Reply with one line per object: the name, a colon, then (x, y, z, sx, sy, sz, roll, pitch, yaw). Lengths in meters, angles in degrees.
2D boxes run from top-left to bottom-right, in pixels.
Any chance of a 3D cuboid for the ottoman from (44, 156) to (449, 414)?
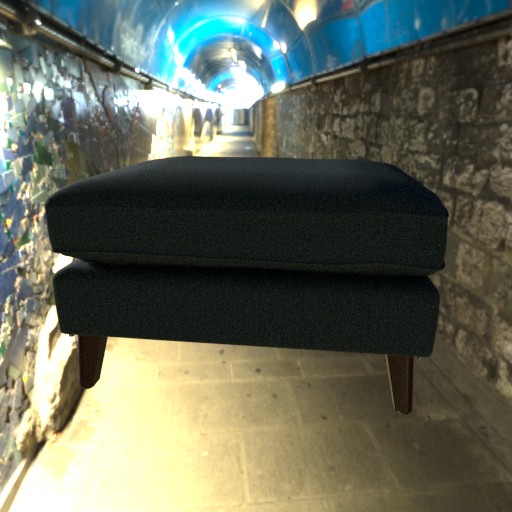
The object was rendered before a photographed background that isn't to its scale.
ottoman: (0.000, 0.000, 1.208, 0.835, 0.503, 0.629, 2, 18, 7)
